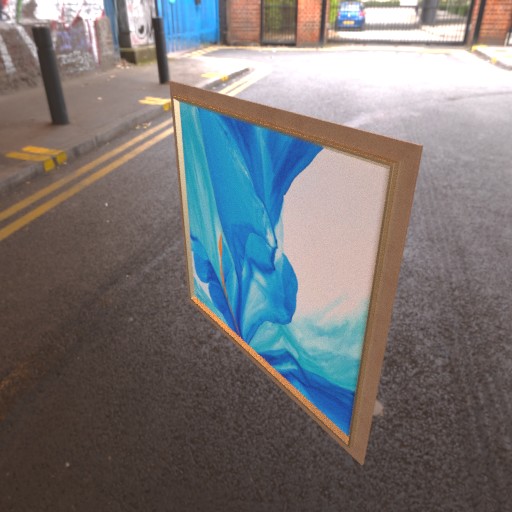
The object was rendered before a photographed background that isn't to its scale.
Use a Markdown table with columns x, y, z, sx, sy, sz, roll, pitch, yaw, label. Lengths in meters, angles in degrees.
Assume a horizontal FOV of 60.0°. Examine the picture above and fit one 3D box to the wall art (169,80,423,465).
| x | y | z | sx | sy | sz | roll | pitch | yaw | label |
| --- | --- | --- | --- | --- | --- | --- | --- | --- | --- |
| 0.000 | 0.000 | 1.613 | 0.025 | 1.067 | 1.168 | -20 | 35 | -31 | wall art |
